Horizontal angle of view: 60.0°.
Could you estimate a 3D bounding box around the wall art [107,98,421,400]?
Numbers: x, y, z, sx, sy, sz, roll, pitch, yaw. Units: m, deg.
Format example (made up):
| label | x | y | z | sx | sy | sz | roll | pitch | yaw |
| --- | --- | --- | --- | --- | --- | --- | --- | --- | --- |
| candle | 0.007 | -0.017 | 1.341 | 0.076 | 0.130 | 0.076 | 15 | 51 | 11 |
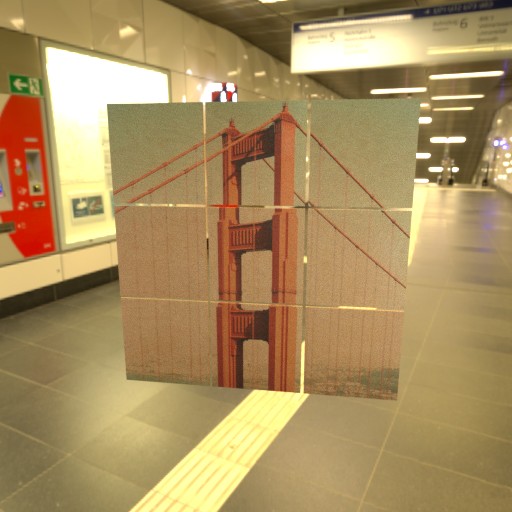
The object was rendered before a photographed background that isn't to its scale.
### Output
| label | x | y | z | sx | sy | sz | roll | pitch | yaw |
| --- | --- | --- | --- | --- | --- | --- | --- | --- | --- |
| wall art | 0.000 | 0.000 | 1.839 | 1.214 | 1.219 | 0.013 | 2 | 13 | 8 |
